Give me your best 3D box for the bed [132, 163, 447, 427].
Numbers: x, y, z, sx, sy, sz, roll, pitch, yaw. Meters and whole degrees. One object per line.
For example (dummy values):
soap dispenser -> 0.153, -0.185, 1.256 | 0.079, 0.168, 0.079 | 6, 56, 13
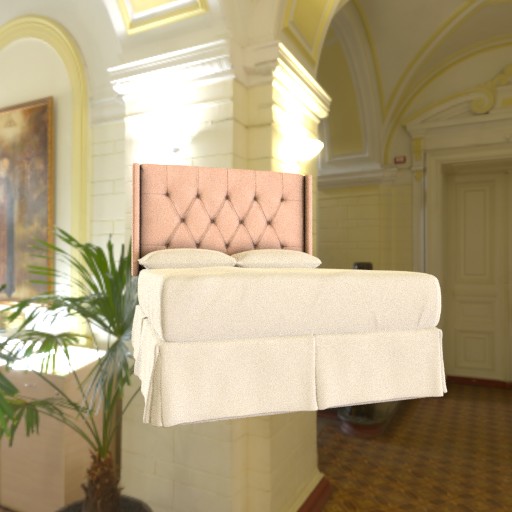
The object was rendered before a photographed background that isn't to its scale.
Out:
bed -> 0.000, 0.000, 3.241 | 1.719, 1.665, 2.066 | 0, -1, -18
